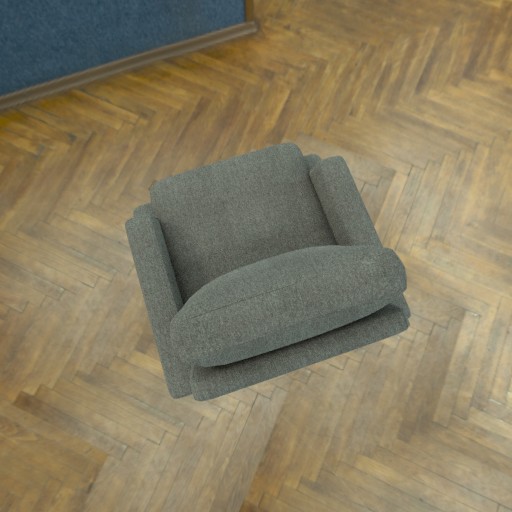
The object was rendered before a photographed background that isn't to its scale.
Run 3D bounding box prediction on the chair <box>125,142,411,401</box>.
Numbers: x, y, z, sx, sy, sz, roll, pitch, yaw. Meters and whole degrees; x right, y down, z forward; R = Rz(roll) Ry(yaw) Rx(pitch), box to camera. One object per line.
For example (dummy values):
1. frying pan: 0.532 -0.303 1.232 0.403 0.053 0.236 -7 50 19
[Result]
1. chair: 0.000 0.000 1.696 0.855 0.993 0.897 -18 74 -5
